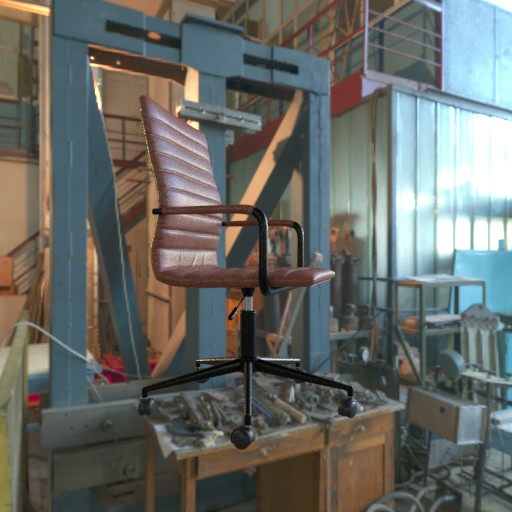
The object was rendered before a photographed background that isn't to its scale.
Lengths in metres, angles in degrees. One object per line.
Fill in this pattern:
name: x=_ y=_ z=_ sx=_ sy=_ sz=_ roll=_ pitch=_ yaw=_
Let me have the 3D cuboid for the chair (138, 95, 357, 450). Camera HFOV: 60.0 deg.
chair: x=0.000 y=0.000 z=1.298 sx=0.578 sy=0.878 sz=0.600 roll=0 pitch=0 yaw=17
